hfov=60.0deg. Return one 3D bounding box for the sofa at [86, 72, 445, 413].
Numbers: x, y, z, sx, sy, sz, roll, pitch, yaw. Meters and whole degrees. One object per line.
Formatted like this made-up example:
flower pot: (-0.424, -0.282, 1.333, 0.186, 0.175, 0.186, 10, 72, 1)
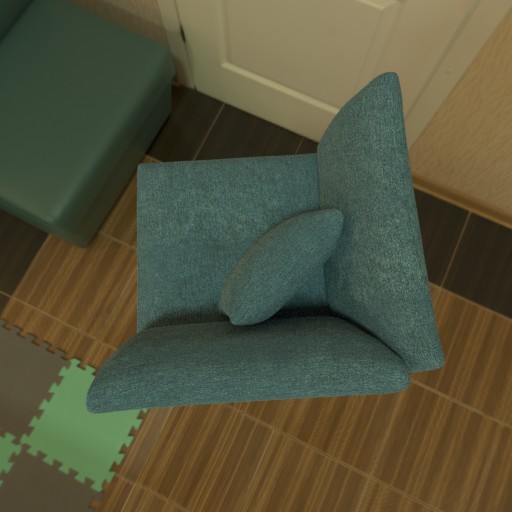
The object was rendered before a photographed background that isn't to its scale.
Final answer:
sofa: (0.000, 0.000, 1.677, 1.000, 0.820, 1.000, -4, 76, -1)
